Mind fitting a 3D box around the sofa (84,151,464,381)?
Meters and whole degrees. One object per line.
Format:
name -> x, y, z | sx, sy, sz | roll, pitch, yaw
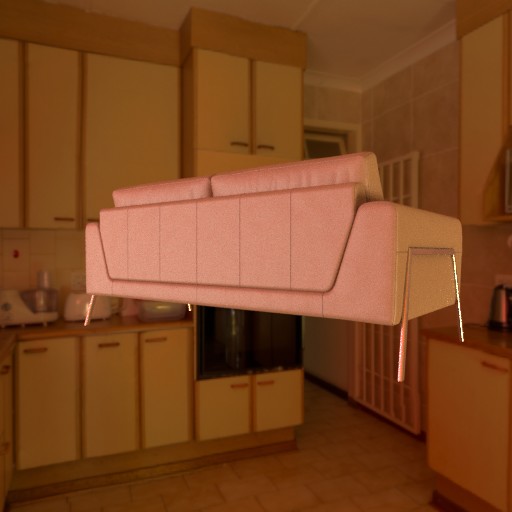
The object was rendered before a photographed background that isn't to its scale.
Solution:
sofa -> 0.000, 0.000, 2.546 | 2.017, 0.875, 0.953 | 0, 0, 38
